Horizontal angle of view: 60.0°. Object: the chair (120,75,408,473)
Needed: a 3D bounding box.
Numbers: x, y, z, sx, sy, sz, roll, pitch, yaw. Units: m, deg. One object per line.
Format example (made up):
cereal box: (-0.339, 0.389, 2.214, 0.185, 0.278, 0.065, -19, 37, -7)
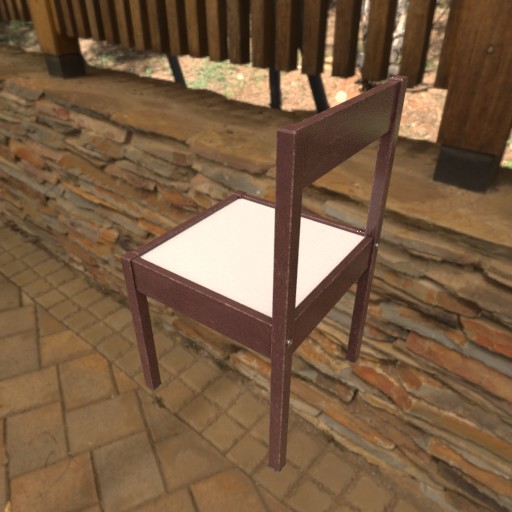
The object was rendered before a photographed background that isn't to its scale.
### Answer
chair: (0.000, 0.000, 0.678, 0.285, 0.505, 0.285, 21, 38, 29)
